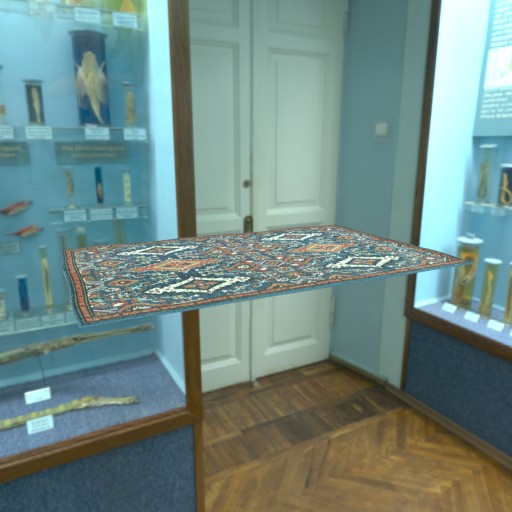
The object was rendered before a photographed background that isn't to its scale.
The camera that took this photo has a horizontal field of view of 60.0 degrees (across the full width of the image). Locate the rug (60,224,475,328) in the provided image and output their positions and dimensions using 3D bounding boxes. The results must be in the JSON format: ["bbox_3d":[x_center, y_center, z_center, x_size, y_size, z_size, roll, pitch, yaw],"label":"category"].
[{"bbox_3d":[0.000,0.000,2.314,1.847,0.014,1.195,-7,15,-25],"label":"rug"}]
